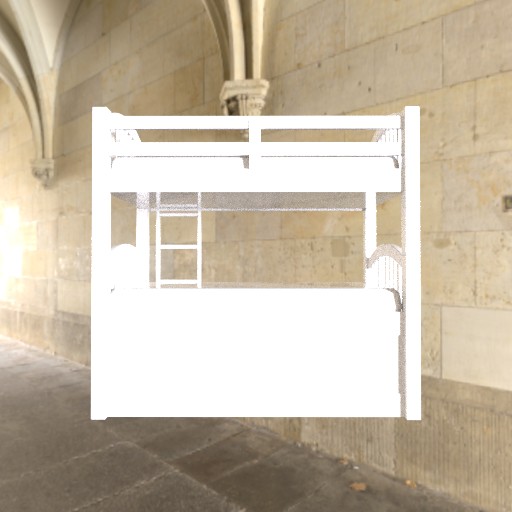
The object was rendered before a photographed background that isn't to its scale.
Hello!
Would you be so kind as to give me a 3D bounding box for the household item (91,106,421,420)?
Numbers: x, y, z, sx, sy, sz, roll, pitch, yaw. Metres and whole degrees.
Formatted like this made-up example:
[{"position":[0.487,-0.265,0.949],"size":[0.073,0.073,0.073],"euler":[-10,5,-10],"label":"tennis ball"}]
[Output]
[{"position":[0.000,0.000,3.313],"size":[2.032,2.032,1.143],"euler":[0,-1,0],"label":"household item"}]
